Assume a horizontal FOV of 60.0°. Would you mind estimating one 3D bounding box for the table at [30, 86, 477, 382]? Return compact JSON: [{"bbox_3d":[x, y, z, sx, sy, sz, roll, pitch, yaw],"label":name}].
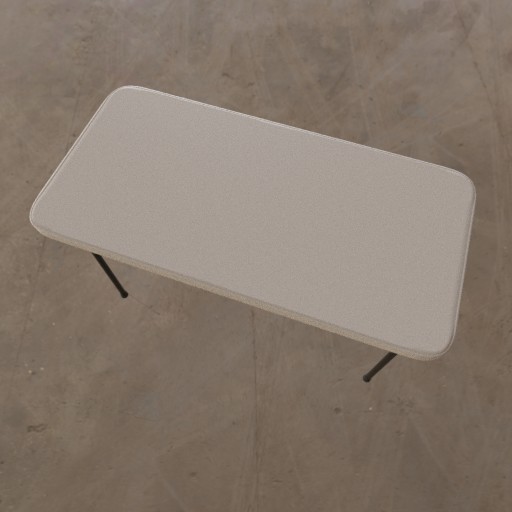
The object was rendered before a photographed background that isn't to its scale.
[{"bbox_3d":[0.000,0.000,1.620,1.219,0.729,0.610,17,64,9],"label":"table"}]
